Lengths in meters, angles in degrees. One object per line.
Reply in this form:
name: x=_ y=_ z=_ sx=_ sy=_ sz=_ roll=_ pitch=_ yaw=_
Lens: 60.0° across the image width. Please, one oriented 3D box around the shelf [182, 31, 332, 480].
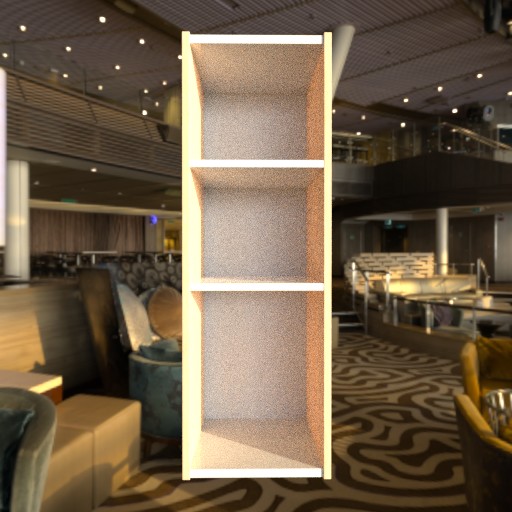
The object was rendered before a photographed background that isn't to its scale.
shelf: x=0.000 y=0.000 z=1.036 sx=0.300 sy=0.900 sz=0.290 roll=0 pitch=0 yaw=-1
